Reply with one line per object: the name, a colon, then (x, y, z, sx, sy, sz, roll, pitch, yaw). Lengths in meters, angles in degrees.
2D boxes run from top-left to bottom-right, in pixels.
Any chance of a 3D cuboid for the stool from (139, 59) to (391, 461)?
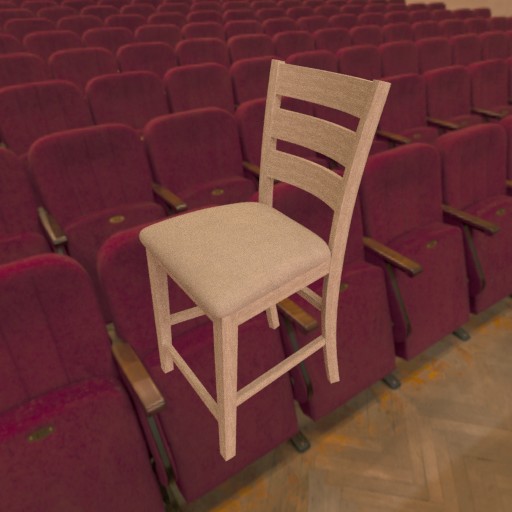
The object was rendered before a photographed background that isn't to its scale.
stool: (0.000, 0.000, 1.359, 0.569, 1.032, 0.484, -20, 37, -29)
